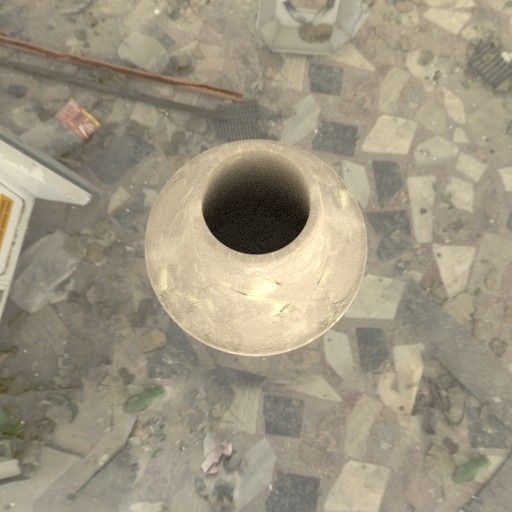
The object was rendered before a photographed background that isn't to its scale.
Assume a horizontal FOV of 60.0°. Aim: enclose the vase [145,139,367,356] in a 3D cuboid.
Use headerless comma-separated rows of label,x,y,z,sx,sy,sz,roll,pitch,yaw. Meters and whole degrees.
vase,0.000,0.000,0.417,0.184,0.305,0.184,0,77,0
